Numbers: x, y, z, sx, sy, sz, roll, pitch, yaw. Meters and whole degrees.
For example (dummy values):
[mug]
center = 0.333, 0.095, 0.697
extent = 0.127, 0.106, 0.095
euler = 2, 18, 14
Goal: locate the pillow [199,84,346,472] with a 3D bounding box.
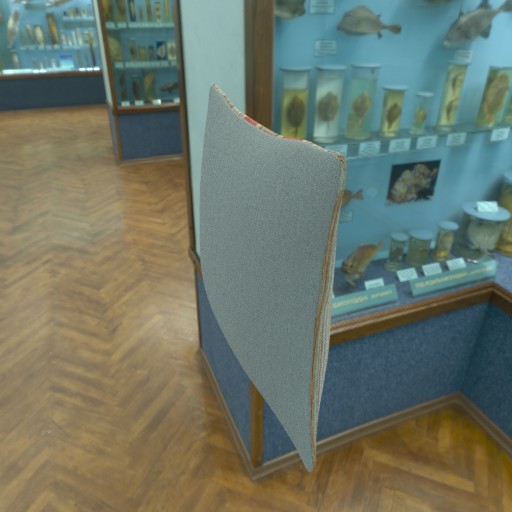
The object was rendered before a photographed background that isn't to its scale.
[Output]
[pillow]
center = 0.000, 0.000, 0.647
extent = 0.136, 0.419, 0.437
euler = -10, 31, -17
